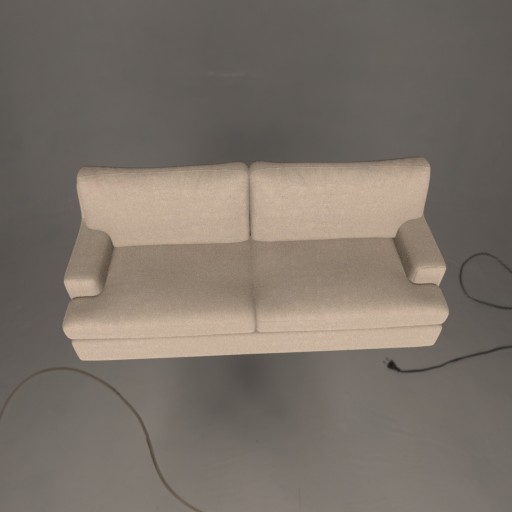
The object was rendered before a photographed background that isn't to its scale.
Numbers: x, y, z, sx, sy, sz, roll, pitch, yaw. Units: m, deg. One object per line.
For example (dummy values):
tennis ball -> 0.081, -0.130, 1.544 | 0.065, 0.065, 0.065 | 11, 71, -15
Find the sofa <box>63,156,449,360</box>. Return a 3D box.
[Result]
sofa -> 0.000, 0.000, 2.886 | 2.354, 0.980, 0.962 | -2, 46, -2
